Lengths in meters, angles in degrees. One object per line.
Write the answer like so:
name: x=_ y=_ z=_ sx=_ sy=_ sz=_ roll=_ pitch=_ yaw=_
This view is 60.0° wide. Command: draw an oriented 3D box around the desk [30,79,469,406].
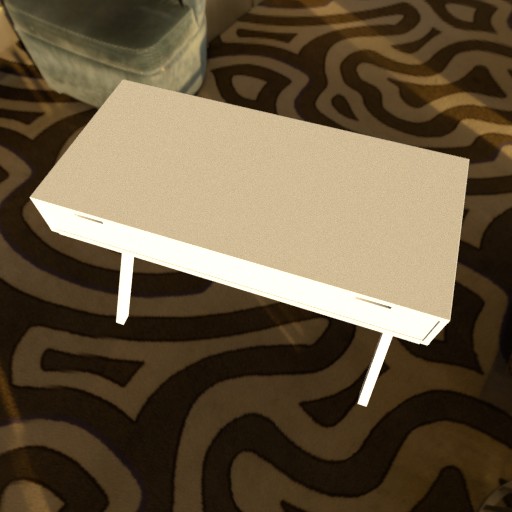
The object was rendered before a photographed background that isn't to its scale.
desk: x=0.000 y=0.000 z=1.504 sx=1.059 sy=0.780 sz=0.509 roll=16 pitch=59 yaw=10
